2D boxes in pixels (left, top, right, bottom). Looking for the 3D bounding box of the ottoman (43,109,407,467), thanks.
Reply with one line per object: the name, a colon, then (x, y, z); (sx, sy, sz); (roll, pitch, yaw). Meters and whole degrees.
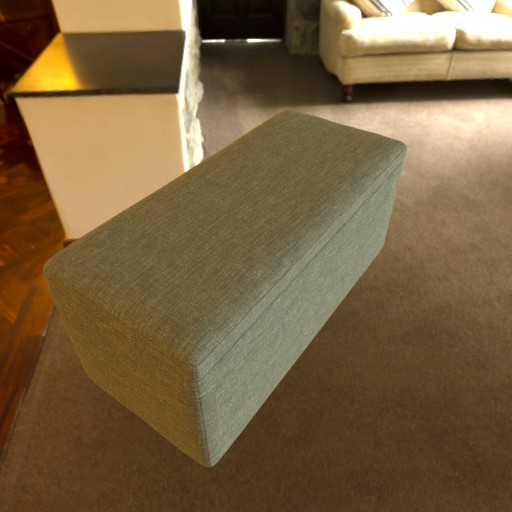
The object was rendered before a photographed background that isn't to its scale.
ottoman: (0.000, 0.000, 1.150); (0.419, 0.432, 0.902); (25, 48, 26)
